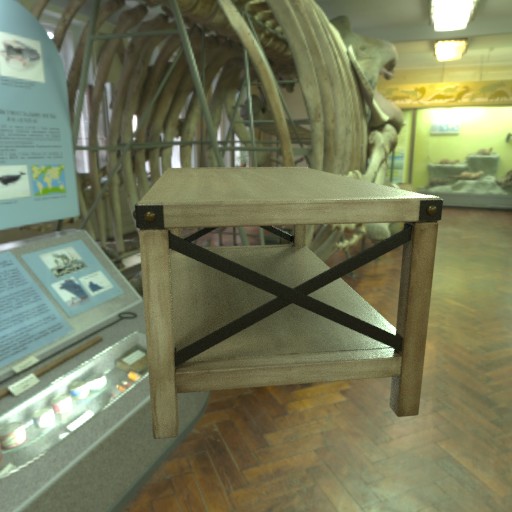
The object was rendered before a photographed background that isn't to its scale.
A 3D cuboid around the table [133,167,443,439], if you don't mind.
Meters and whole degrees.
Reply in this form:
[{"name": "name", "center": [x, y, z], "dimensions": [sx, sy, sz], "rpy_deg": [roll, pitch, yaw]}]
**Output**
[{"name": "table", "center": [0.000, 0.000, 1.301], "dimensions": [0.559, 0.456, 1.016], "rpy_deg": [-2, 15, -8]}]
